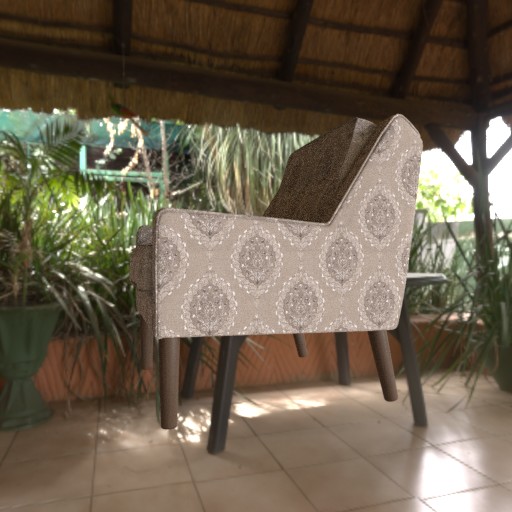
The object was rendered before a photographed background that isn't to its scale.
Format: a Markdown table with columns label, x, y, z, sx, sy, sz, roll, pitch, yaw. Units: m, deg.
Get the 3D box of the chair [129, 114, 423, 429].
| label | x | y | z | sx | sy | sz | roll | pitch | yaw |
| --- | --- | --- | --- | --- | --- | --- | --- | --- | --- |
| chair | 0.000 | 0.000 | 1.397 | 0.750 | 0.797 | 0.665 | 0 | 0 | -19 |
